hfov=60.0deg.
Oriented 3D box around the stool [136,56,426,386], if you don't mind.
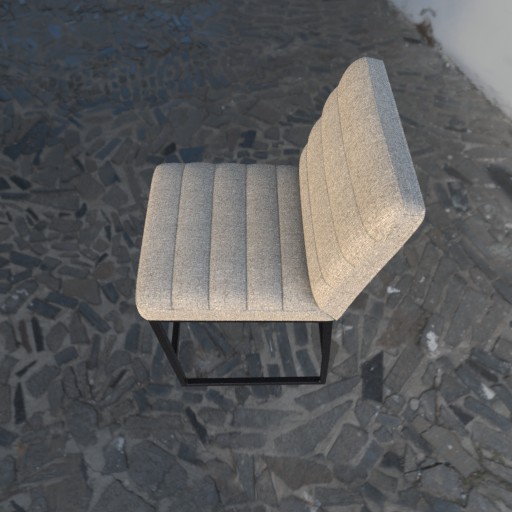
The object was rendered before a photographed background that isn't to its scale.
[{"bbox_3d":[0.000,0.000,1.231,0.560,0.940,0.460,-1,57,0],"label":"stool"}]
